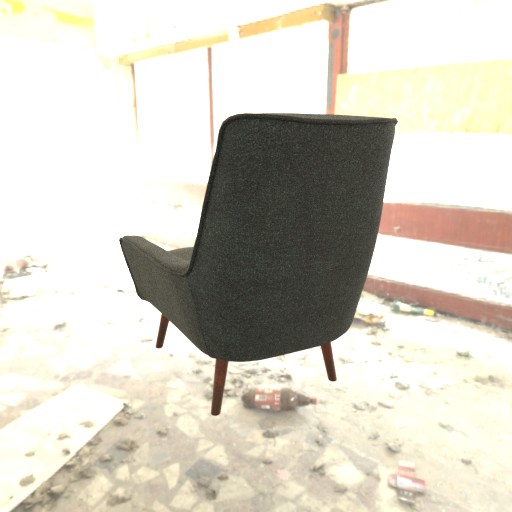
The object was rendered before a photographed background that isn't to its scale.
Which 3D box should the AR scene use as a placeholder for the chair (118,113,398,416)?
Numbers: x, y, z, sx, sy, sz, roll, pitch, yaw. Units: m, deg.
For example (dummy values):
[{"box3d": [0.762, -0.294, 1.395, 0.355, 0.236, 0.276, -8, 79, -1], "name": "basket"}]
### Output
[{"box3d": [0.000, 0.000, 1.504, 0.763, 0.883, 0.859, -7, 16, -26], "name": "chair"}]
